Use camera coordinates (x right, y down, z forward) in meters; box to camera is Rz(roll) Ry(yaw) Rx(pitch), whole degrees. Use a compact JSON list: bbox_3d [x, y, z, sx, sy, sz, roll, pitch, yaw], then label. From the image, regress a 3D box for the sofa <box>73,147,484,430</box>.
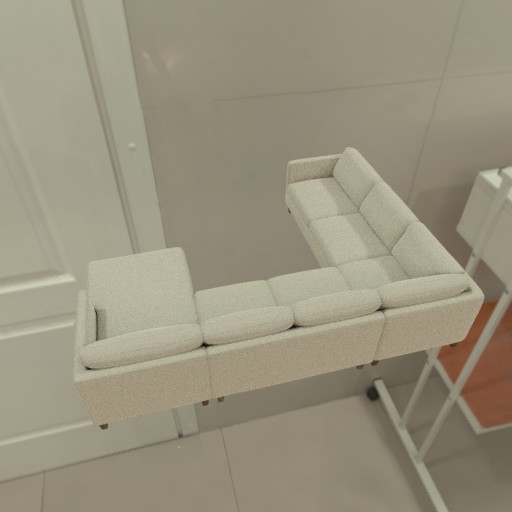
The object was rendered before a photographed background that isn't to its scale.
[{"bbox_3d":[0.000,0.000,4.367,3.238,0.853,2.551,-10,42,-11],"label":"sofa"}]
